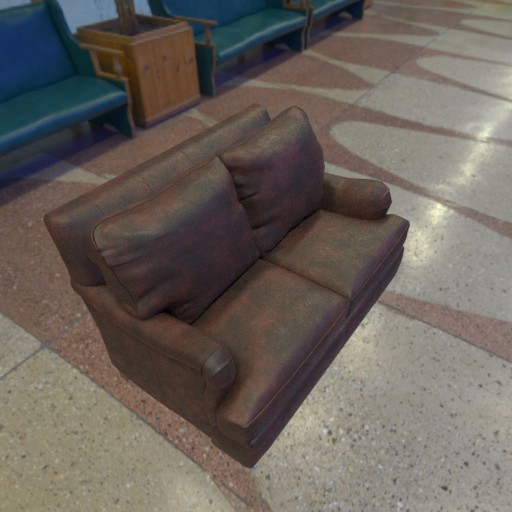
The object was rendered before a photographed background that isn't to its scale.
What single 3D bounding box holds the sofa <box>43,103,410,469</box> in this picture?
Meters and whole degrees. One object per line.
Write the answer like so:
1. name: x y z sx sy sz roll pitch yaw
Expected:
1. sofa: 0.000 0.000 2.346 1.148 1.070 1.628 26 47 27
